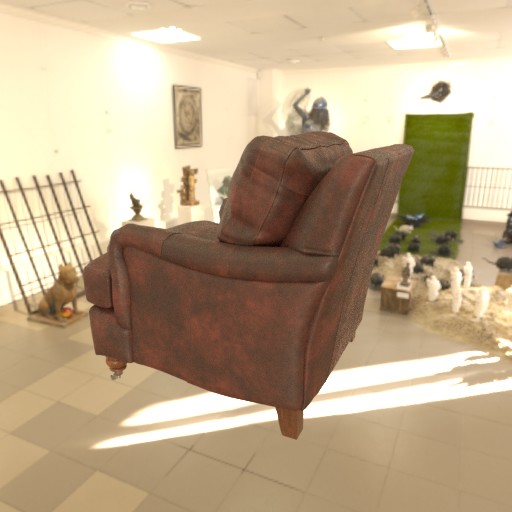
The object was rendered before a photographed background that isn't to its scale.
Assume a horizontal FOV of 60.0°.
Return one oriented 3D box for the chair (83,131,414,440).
[{"bbox_3d":[0.000,0.000,1.949,1.156,1.051,0.987,8,18,24],"label":"chair"}]
